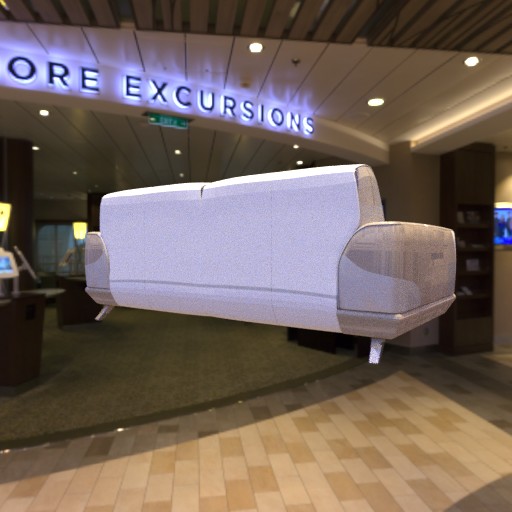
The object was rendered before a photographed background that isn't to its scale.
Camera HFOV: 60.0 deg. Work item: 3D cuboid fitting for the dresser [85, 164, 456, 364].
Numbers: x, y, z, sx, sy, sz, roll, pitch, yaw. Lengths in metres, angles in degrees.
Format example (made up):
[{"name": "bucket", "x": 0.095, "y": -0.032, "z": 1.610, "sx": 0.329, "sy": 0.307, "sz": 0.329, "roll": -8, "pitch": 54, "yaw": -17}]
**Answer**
[{"name": "dresser", "x": 0.000, "y": 0.000, "z": 6.043, "sx": 4.679, "sy": 1.863, "sz": 2.251, "roll": 1, "pitch": 1, "yaw": 36}]
